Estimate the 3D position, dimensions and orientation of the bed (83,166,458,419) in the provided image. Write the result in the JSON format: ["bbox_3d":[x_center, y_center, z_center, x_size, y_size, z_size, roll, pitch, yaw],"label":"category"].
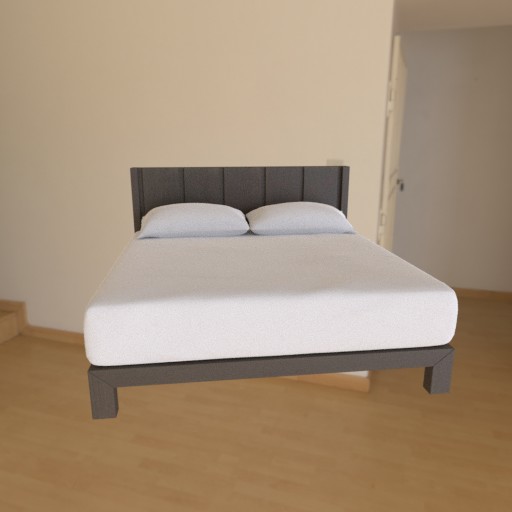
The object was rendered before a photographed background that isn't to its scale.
[{"bbox_3d":[0.000,0.000,3.502,2.143,1.261,2.238,-2,15,-7],"label":"bed"}]
